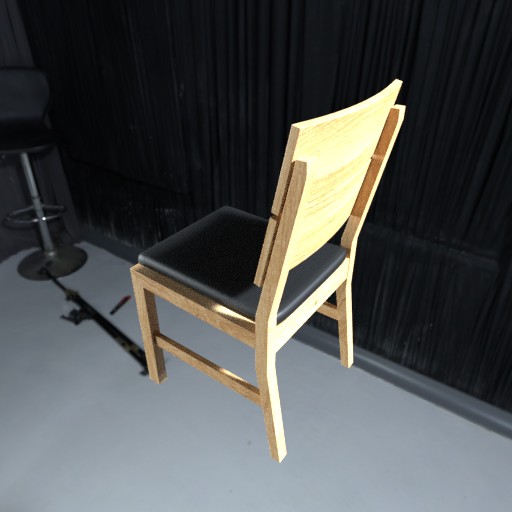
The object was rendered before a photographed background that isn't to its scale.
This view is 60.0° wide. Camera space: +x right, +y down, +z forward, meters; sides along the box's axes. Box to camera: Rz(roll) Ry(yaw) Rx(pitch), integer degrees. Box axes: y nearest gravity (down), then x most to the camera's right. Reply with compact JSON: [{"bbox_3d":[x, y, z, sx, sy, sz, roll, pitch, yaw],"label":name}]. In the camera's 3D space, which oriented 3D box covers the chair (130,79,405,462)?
[{"bbox_3d":[0.000,0.000,1.284,0.569,0.950,0.475,21,38,30],"label":"chair"}]
